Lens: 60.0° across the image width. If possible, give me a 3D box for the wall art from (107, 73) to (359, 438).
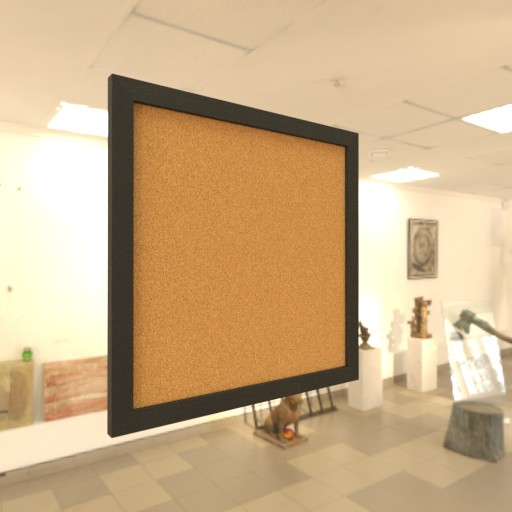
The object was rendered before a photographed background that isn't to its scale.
[{"bbox_3d":[0.000,0.000,1.545,1.016,1.016,0.038,0,0,-36],"label":"wall art"}]
